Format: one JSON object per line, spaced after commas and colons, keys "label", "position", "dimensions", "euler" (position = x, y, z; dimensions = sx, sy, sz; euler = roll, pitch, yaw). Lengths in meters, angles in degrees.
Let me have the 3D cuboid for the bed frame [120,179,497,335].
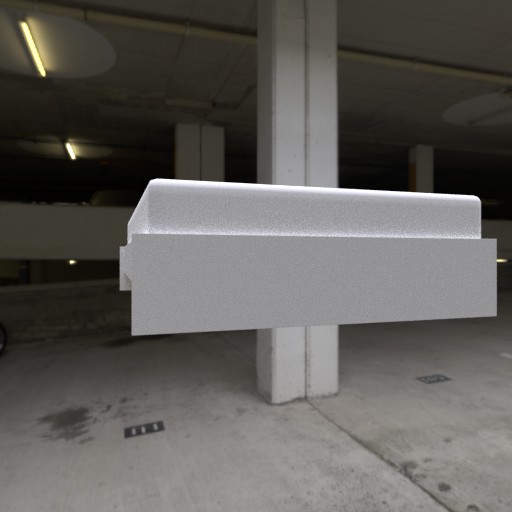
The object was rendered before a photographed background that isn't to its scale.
{"label": "bed frame", "position": [0.000, 0.000, 2.521], "dimensions": [1.445, 0.497, 1.945], "euler": [0, 0, -18]}
